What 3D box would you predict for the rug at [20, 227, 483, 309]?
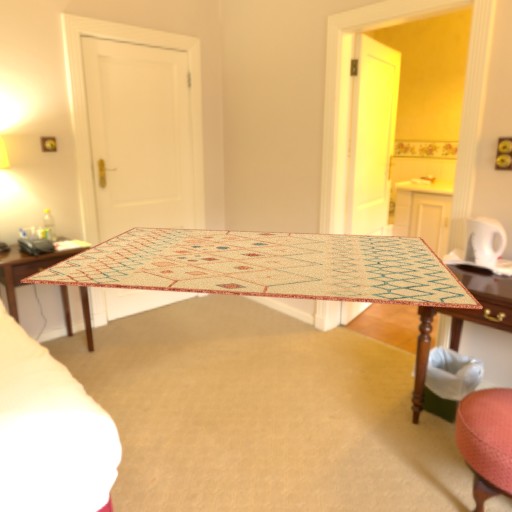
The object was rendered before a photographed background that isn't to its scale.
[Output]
[{"bbox_3d":[0.000,0.000,3.022,2.438,0.015,1.524,2,15,9],"label":"rug"}]
